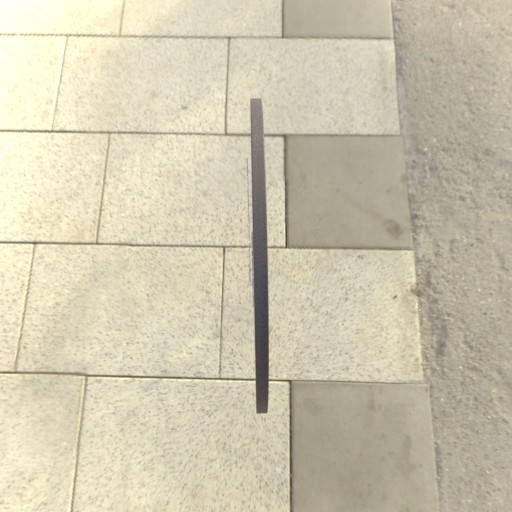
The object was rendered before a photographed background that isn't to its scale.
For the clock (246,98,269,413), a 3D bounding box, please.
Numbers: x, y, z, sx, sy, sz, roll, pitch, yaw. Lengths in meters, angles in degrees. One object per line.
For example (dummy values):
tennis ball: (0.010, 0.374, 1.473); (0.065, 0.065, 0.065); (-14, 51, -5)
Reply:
clock: (0.000, 0.000, 0.889); (0.029, 0.595, 0.595); (-1, 74, 0)
